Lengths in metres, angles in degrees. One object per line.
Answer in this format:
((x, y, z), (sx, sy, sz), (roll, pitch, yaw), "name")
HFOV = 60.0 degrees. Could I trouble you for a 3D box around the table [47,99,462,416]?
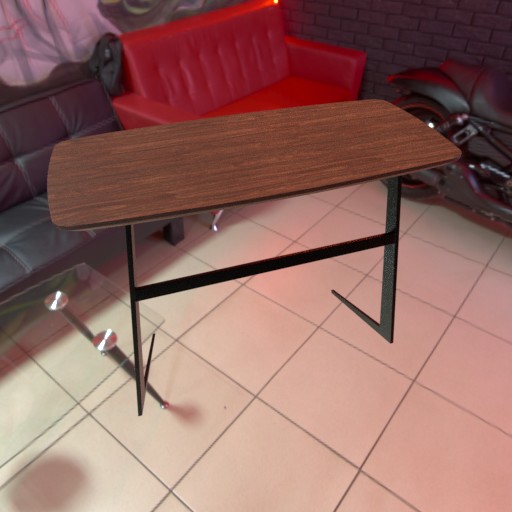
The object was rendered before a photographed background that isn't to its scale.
((0.000, 0.000, 1.092), (0.804, 0.576, 0.361), (-12, 41, -14), "table")
